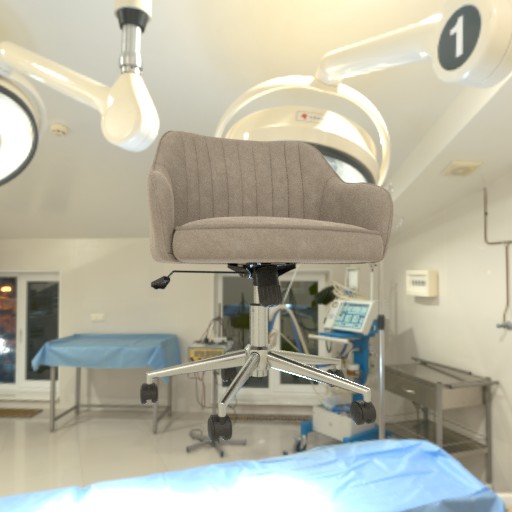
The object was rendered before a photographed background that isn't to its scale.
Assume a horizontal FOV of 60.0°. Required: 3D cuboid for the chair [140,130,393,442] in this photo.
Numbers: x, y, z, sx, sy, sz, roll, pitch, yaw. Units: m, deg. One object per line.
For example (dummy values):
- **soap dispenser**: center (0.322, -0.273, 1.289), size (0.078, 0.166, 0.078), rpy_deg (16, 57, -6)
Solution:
- **chair**: center (0.000, 0.000, 1.280), size (0.635, 0.831, 0.573), rpy_deg (1, -2, -17)
